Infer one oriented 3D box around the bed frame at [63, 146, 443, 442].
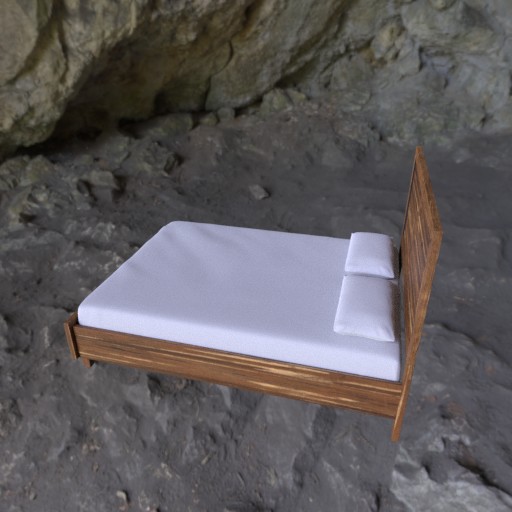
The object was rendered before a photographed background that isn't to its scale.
[{"bbox_3d":[0.000,0.000,3.382,2.276,1.417,1.696,7,28,13],"label":"bed frame"}]
